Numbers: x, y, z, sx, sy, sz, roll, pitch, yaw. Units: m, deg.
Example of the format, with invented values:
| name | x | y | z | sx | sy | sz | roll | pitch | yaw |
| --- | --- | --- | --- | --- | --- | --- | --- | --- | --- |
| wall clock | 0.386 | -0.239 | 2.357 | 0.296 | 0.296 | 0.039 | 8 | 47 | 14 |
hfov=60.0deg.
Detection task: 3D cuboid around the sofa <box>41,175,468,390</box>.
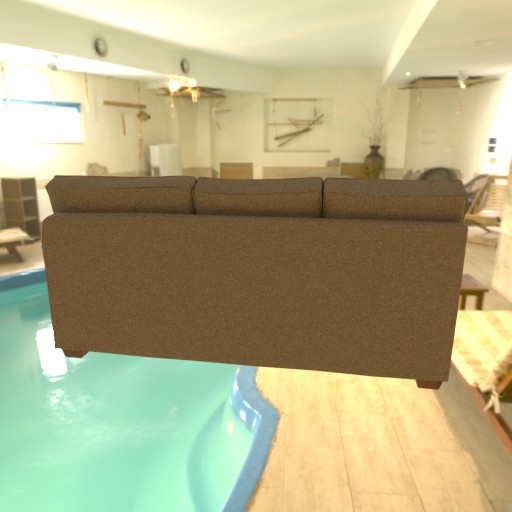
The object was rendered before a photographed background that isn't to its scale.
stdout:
| name | x | y | z | sx | sy | sz | roll | pitch | yaw |
| --- | --- | --- | --- | --- | --- | --- | --- | --- | --- |
| sofa | 0.000 | 0.000 | 2.506 | 1.963 | 0.946 | 1.034 | 3 | 15 | 10 |
